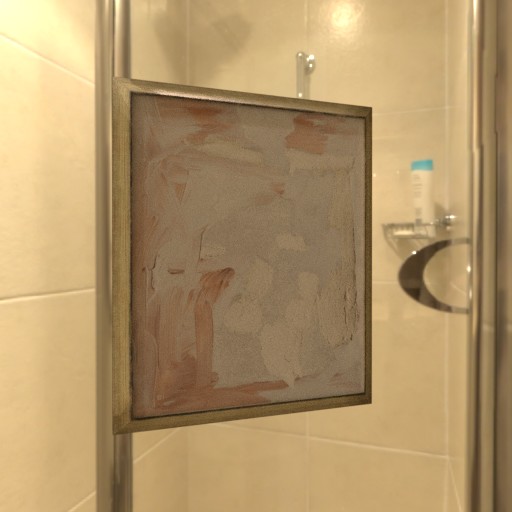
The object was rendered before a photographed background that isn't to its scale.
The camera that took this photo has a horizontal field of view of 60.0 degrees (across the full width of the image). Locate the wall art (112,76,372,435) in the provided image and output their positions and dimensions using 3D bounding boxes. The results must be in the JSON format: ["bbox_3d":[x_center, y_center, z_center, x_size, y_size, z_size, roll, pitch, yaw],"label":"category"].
[{"bbox_3d":[0.000,0.000,0.617,0.381,0.457,0.023,0,0,-18],"label":"wall art"}]
